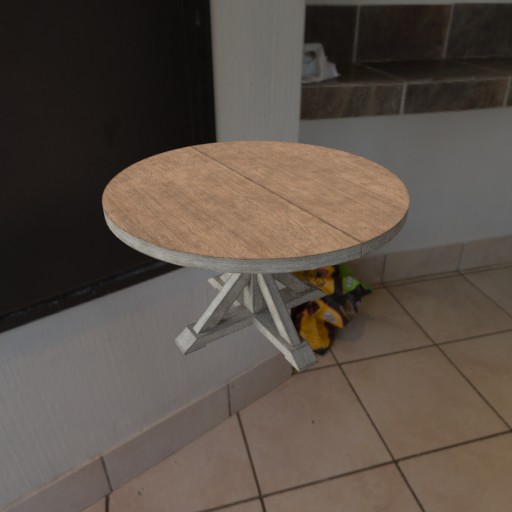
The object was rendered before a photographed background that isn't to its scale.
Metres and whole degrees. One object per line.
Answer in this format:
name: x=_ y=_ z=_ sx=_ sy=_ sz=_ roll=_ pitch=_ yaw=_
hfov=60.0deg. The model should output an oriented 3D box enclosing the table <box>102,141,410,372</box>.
table: x=0.000 y=0.000 z=2.241 sx=1.363 sy=0.781 sz=1.363 roll=0 pitch=31 yaw=0
